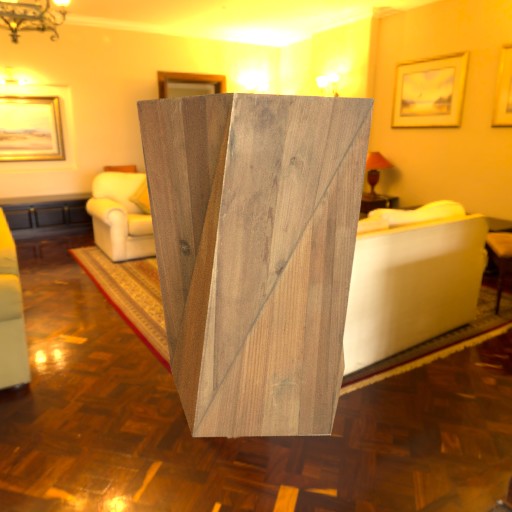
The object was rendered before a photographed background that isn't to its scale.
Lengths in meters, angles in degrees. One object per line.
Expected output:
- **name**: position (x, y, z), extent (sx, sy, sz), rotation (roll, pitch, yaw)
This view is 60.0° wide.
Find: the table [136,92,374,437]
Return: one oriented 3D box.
- **table**: position (0.000, 0.000, 0.919), extent (0.425, 0.604, 0.441), rotation (3, 16, 10)
